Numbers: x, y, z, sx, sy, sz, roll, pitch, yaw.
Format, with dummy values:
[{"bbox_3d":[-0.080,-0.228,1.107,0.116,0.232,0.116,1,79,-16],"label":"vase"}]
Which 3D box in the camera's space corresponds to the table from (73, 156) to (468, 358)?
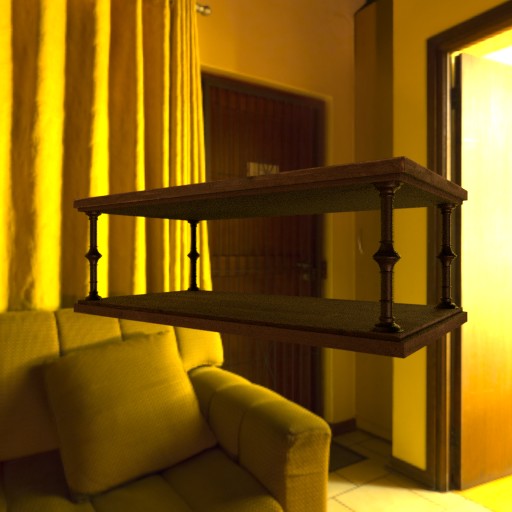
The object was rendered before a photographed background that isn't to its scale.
[{"bbox_3d":[0.000,0.000,1.361,1.088,0.373,0.554,0,0,36],"label":"table"}]
